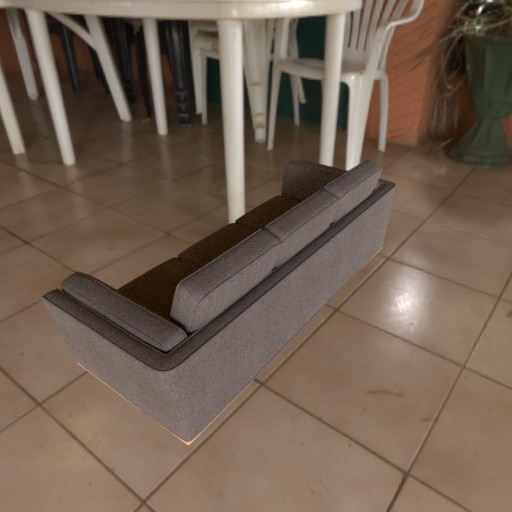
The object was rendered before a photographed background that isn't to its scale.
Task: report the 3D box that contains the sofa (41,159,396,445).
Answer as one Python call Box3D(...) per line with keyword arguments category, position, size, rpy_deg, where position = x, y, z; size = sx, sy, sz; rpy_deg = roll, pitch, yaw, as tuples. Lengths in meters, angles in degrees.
Box3D(category="sofa", position=(0.000, 0.000, 2.838), size=(0.903, 0.899, 2.362), rpy_deg=(22, 38, 30))
